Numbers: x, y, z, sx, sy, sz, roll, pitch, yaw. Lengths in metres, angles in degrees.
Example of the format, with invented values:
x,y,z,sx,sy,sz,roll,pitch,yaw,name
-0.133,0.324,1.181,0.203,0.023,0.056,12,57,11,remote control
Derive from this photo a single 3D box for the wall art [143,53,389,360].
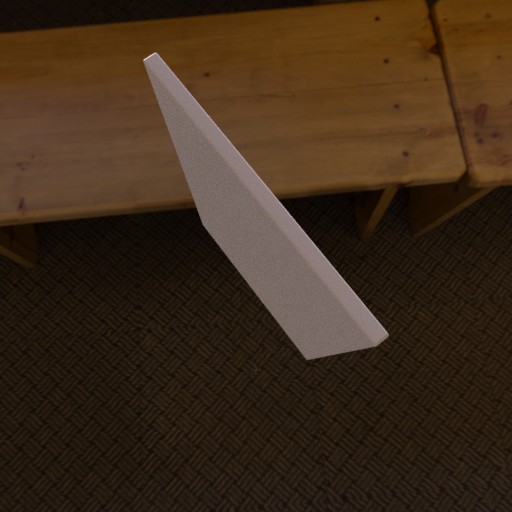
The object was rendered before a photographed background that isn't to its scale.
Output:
x,y,z,sx,sy,sz,roll,pitch,yaw,name
0.000,0.000,1.507,0.038,1.183,0.808,-36,78,-9,wall art
